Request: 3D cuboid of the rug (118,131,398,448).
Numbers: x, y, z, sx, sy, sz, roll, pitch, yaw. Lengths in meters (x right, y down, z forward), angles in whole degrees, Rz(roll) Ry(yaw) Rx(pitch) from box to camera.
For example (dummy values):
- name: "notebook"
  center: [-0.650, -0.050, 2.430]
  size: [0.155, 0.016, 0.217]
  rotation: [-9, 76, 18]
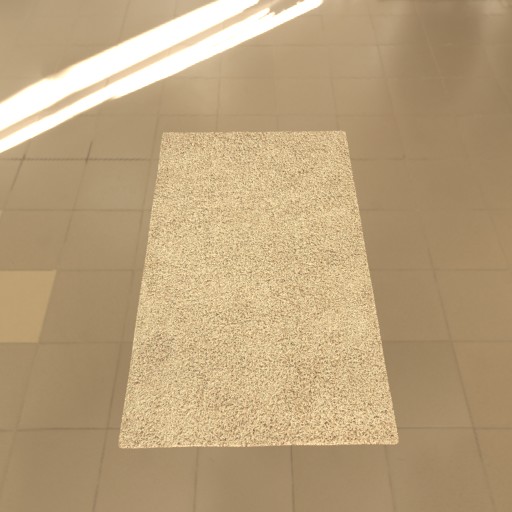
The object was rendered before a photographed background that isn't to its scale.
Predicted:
- name: "rug"
  center: [0.000, 0.000, 3.052]
  size: [1.524, 0.030, 2.438]
  rotation: [-1, 58, 0]
